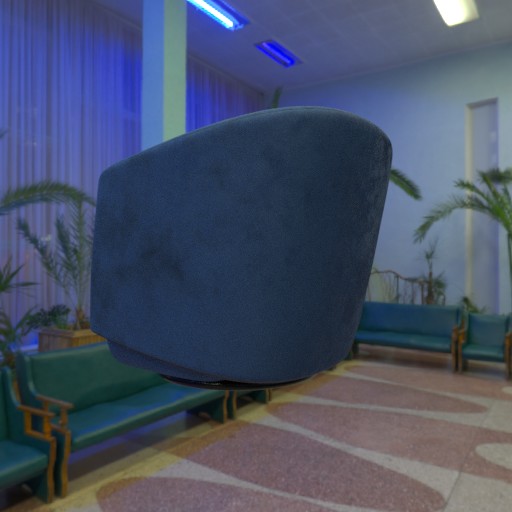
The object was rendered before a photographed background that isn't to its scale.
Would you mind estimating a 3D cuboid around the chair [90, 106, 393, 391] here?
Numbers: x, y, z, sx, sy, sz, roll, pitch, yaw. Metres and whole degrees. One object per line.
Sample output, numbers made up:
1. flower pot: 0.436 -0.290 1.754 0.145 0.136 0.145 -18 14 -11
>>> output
1. chair: 0.000 0.000 1.346 0.767 0.698 0.773 0 -1 38
